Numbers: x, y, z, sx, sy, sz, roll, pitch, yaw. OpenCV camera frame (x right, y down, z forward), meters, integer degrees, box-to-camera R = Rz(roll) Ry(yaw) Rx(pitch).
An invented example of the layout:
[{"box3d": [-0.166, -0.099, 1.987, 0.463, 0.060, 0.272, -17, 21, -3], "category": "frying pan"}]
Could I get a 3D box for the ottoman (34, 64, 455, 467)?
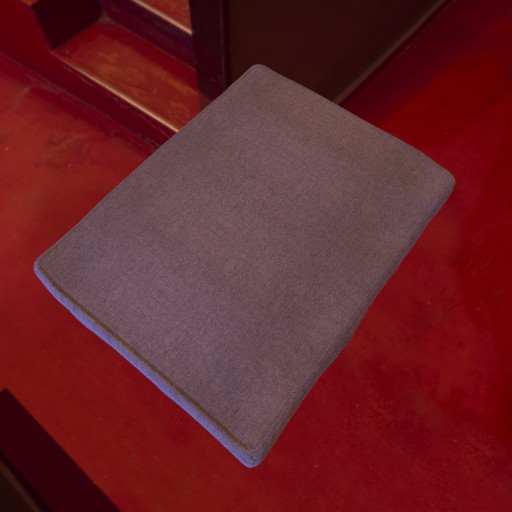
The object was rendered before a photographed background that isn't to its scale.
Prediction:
[{"box3d": [0.000, 0.000, 1.195, 0.652, 0.492, 0.833, 35, 69, 16], "category": "ottoman"}]
